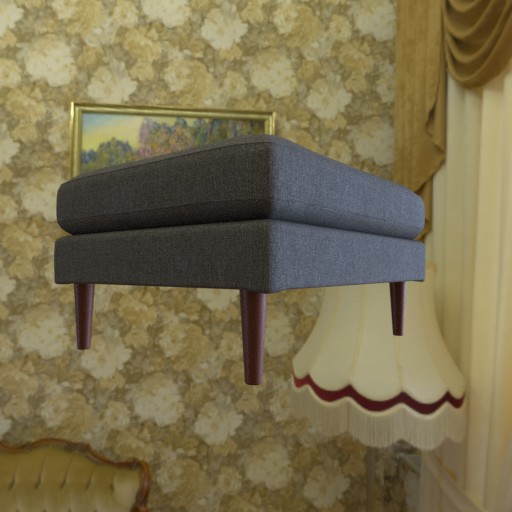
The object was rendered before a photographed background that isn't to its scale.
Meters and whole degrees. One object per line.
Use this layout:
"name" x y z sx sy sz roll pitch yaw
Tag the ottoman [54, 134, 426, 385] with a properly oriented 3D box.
"ottoman" 0.000 0.000 1.240 0.693 0.474 0.821 -1 -2 38
